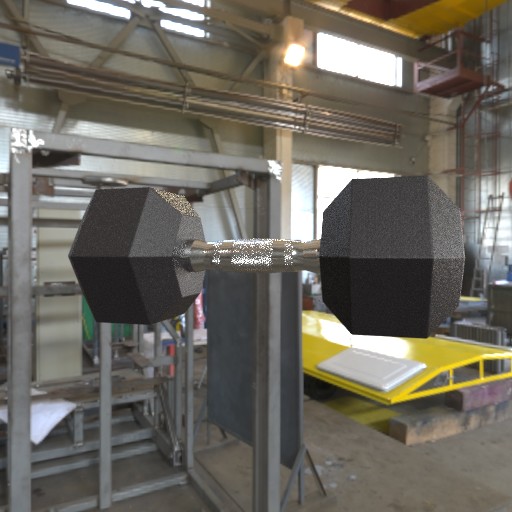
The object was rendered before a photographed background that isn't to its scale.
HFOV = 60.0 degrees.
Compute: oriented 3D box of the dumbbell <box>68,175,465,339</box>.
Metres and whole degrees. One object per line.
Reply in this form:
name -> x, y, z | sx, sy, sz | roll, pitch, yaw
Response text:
dumbbell -> 0.000, 0.000, 0.406 | 0.337, 0.123, 0.142 | 0, 1, 15
